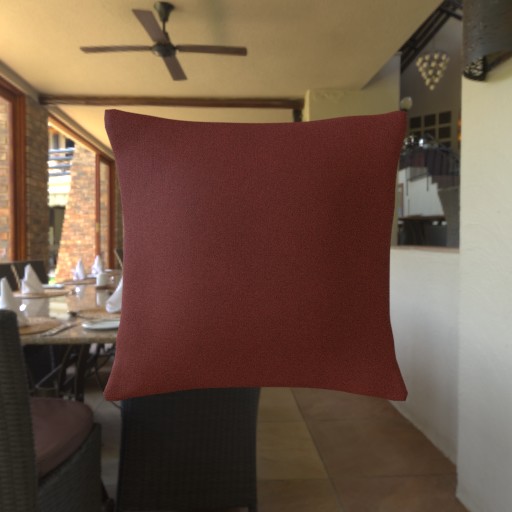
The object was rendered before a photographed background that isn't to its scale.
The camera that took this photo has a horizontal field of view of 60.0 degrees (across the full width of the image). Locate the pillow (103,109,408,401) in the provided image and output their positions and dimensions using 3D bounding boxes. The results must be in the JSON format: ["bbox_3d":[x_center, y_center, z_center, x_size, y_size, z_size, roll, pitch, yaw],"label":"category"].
[{"bbox_3d":[0.000,0.000,0.639,0.435,0.416,0.151,0,2,0],"label":"pillow"}]
